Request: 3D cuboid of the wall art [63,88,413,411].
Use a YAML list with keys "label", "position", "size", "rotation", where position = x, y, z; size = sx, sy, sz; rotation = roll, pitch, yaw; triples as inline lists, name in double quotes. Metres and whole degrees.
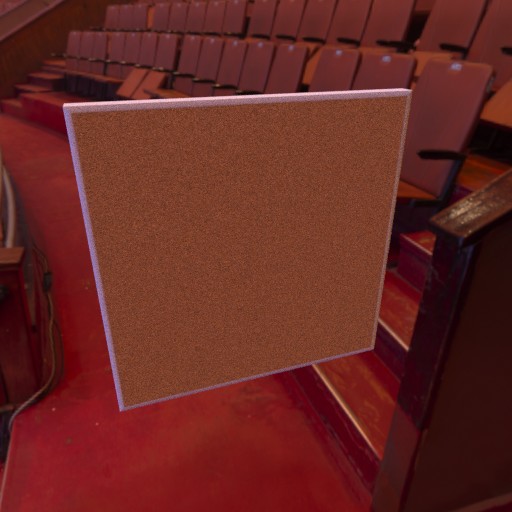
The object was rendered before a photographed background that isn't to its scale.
- label: "wall art"
  position: [0.000, 0.000, 1.119]
  size: [0.768, 0.765, 0.041]
  rotation: [-9, 28, -17]
